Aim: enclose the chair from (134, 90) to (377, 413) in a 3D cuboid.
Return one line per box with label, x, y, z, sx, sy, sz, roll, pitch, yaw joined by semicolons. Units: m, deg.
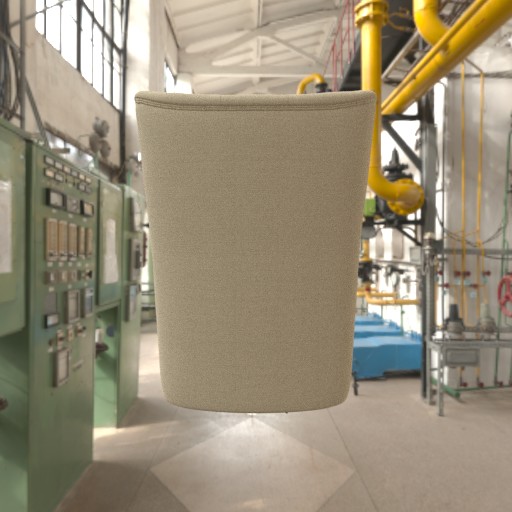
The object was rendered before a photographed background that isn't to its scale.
chair;0.000;0.000;1.740;0.831;1.079;0.929;0;0;0
